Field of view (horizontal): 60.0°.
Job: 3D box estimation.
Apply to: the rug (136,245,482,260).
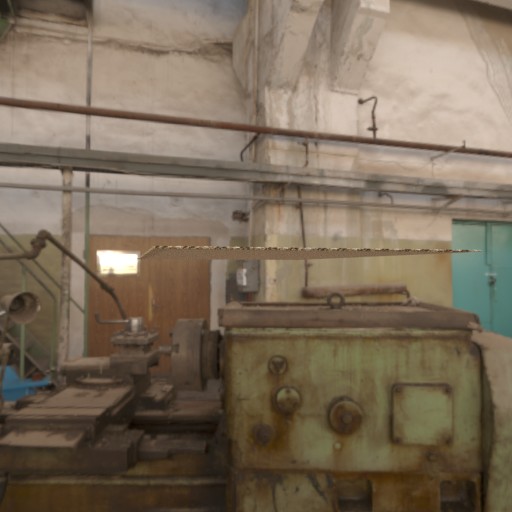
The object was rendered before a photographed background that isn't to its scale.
[{"bbox_3d":[0.000,0.000,3.050,1.544,0.010,2.435,0,-2,-16],"label":"rug"}]
